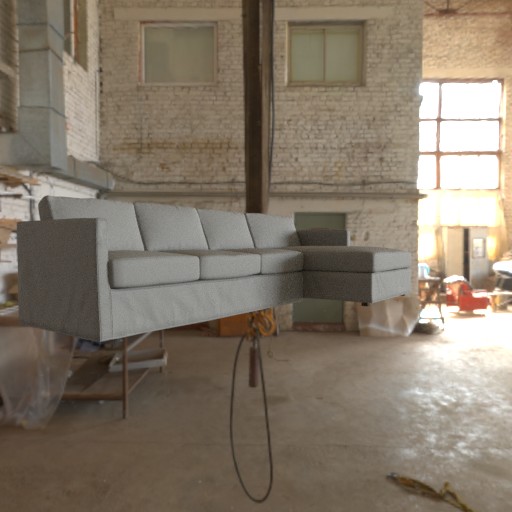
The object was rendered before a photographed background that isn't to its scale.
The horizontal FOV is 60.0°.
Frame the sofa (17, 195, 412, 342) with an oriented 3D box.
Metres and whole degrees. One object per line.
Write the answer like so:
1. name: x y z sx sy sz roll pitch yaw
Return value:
1. sofa: 0.000 0.000 3.735 1.622 0.867 3.177 1 2 37
